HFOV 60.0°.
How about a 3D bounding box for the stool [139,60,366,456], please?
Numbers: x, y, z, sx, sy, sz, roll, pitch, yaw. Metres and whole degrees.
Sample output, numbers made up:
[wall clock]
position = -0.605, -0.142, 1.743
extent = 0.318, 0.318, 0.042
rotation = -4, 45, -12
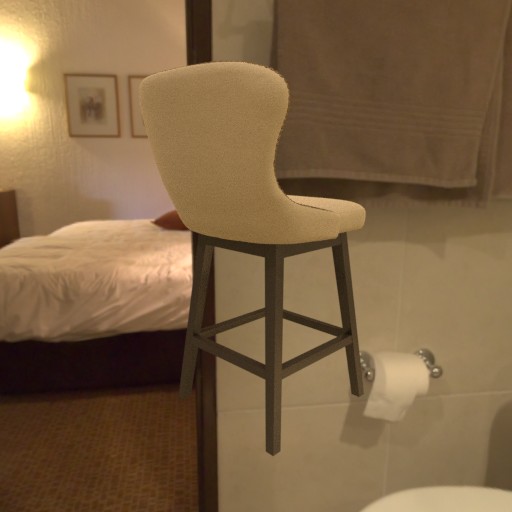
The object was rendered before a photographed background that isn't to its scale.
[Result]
[stool]
position = 0.000, 0.000, 1.314
extent = 0.528, 0.971, 0.593
rotation = 12, 18, 44
